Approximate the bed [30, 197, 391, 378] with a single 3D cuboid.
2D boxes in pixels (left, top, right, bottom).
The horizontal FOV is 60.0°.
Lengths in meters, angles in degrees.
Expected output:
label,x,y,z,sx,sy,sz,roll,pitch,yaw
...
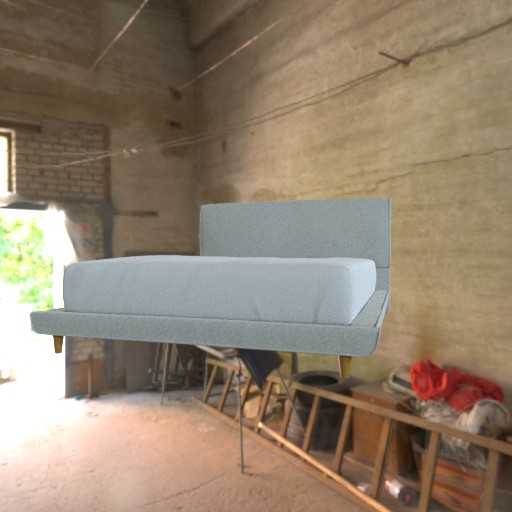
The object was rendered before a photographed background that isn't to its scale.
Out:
label,x,y,z,sx,sy,sz,roll,pitch,yaw
bed,0.000,0.000,3.464,1.980,1.126,2.498,0,0,18
